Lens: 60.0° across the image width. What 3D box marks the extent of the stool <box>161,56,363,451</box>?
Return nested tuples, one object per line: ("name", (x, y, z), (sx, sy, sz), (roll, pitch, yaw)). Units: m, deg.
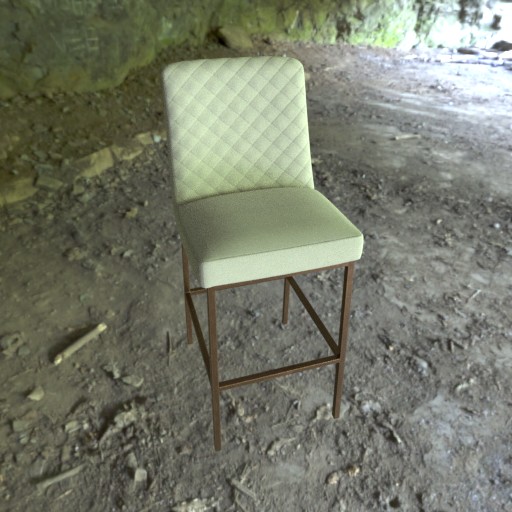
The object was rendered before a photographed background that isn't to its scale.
("stool", (0.000, 0.000, 1.398), (0.462, 1.084, 0.546), (-9, 34, -14))
